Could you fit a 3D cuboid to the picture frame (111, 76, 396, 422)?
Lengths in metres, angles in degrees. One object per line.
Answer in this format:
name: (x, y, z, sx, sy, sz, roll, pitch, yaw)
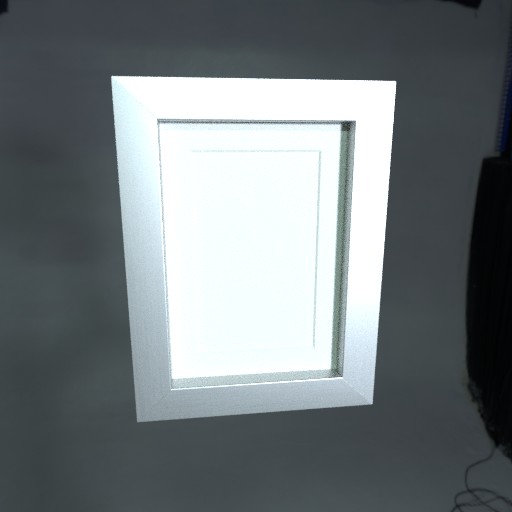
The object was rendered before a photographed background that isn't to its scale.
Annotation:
picture frame: (0.000, 0.000, 0.281, 0.157, 0.208, 0.028, -2, 14, -7)
